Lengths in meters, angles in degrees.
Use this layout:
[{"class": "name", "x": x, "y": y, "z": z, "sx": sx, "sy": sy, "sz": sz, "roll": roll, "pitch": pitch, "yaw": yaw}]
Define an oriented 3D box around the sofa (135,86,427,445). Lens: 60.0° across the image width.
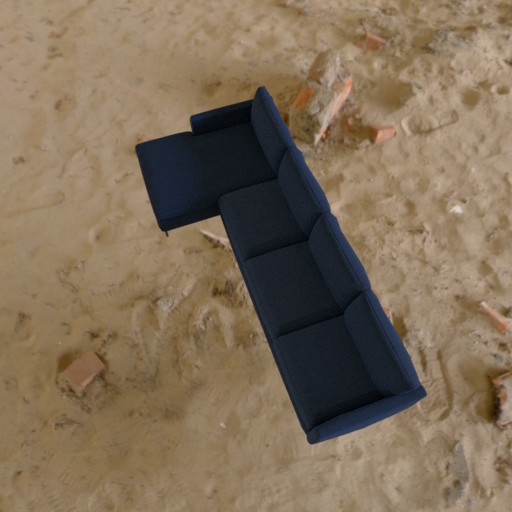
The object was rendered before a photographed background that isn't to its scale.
[{"class": "sofa", "x": 0.000, "y": 0.000, "z": 2.977, "sx": 1.128, "sy": 0.679, "sz": 2.450, "roll": -18, "pitch": 65, "yaw": -9}]
